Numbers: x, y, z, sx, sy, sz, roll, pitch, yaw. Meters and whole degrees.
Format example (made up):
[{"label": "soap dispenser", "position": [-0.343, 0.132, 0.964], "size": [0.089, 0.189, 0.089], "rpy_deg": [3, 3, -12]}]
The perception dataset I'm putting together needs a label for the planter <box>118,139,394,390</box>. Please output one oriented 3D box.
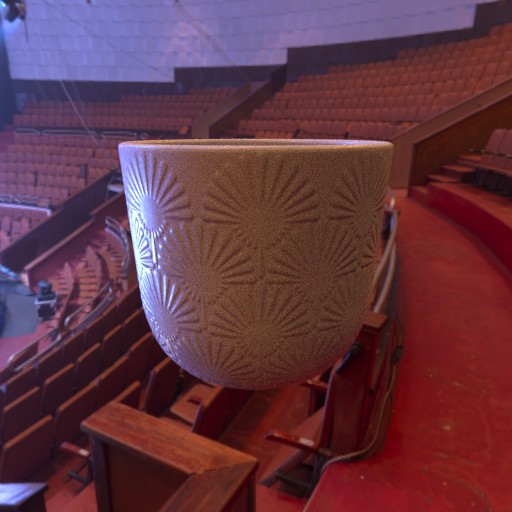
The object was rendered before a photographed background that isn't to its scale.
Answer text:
[{"label": "planter", "position": [0.000, 0.000, 0.304], "size": [0.170, 0.152, 0.170], "rpy_deg": [0, 16, 0]}]
